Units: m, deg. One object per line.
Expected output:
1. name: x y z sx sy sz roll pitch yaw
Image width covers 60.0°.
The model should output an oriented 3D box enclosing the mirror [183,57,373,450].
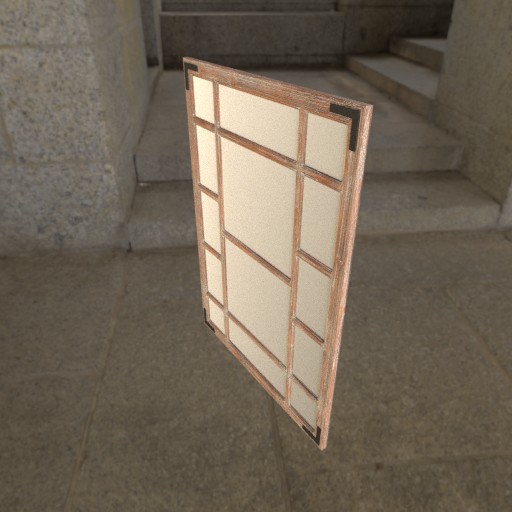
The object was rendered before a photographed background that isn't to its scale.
1. mirror: 0.000 0.000 1.300 0.025 0.996 0.705 -21 37 -29
